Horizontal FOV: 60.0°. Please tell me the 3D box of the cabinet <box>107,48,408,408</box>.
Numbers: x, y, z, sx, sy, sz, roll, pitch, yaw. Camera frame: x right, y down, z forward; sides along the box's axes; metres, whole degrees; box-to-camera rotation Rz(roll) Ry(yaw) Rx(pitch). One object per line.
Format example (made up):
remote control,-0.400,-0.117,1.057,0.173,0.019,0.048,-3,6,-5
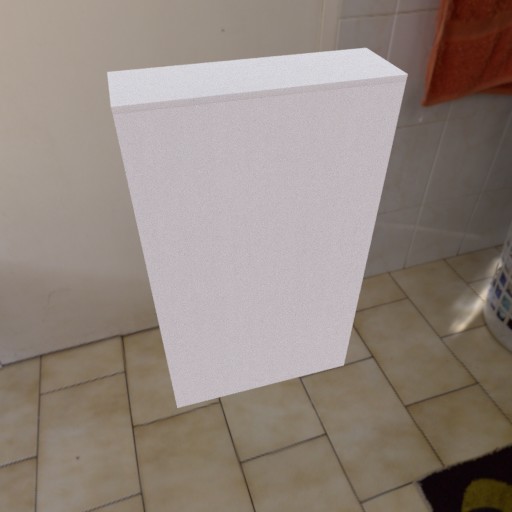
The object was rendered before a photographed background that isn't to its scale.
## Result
cabinet,0.000,0.000,1.583,0.750,1.280,0.250,-11,42,-12
